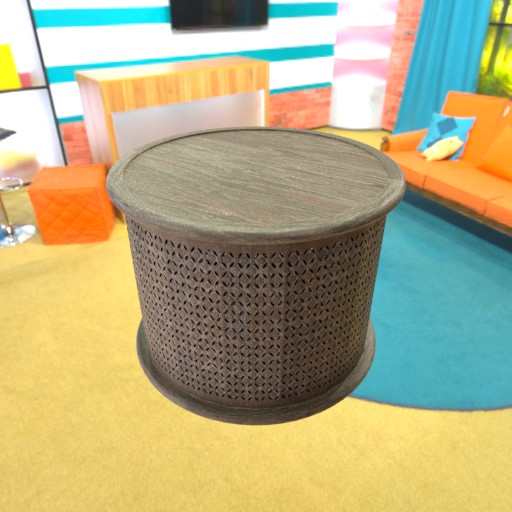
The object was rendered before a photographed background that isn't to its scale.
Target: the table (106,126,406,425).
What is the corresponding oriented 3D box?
[{"bbox_3d":[0.000,0.000,1.043,0.607,0.450,0.607,0,31,0],"label":"table"}]
